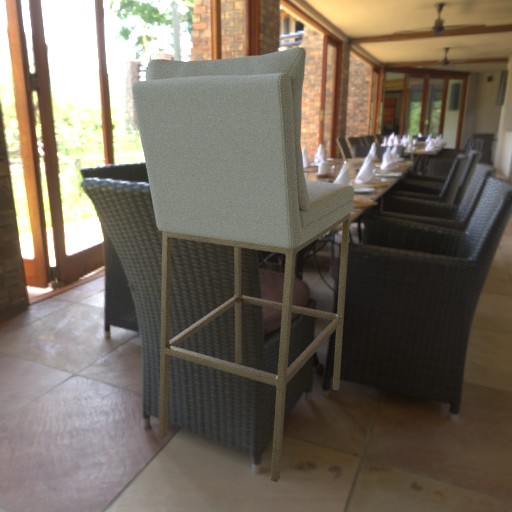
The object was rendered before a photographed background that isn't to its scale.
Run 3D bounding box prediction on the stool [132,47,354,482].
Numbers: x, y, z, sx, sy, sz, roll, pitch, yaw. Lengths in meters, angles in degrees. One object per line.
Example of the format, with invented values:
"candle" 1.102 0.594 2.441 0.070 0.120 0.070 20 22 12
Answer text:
"stool" 0.000 0.000 1.398 0.463 1.125 0.572 8 18 26
